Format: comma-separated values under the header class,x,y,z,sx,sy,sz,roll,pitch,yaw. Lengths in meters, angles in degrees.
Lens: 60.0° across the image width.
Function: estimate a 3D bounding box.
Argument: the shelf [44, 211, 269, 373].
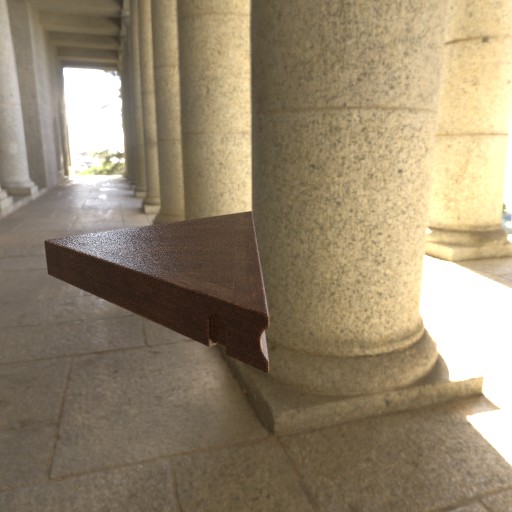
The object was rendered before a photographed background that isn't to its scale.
class,x,y,z,sx,sy,sz,roll,pitch,yaw
shelf,0.000,0.000,0.445,0.296,0.035,0.296,12,18,42
